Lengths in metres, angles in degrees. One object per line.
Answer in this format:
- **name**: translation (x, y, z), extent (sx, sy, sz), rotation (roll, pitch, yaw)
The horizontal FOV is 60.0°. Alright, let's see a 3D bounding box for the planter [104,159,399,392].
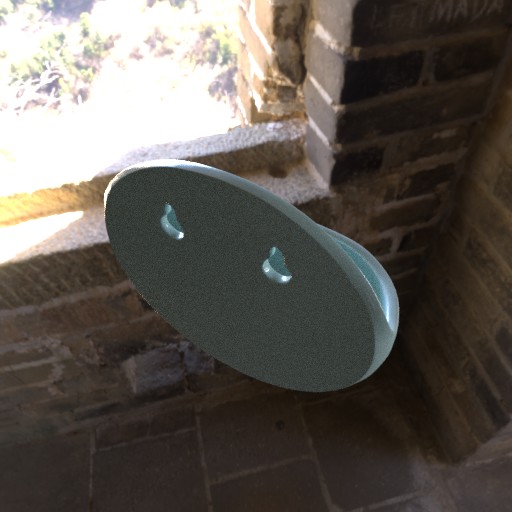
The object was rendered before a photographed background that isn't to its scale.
- **planter**: translation (0.000, 0.000, 0.276), extent (0.189, 0.164, 0.073), rotation (23, 50, 20)
